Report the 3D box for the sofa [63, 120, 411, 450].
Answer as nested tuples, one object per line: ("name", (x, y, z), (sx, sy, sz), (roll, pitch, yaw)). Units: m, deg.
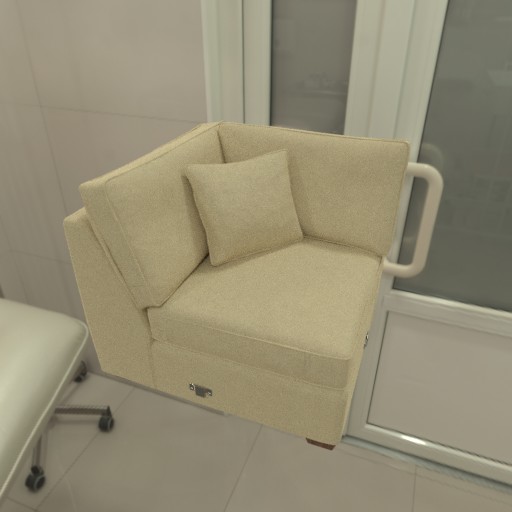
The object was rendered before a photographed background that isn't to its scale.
("sofa", (0.000, 0.000, 2.014), (1.146, 1.002, 1.084), (11, 33, 18))
